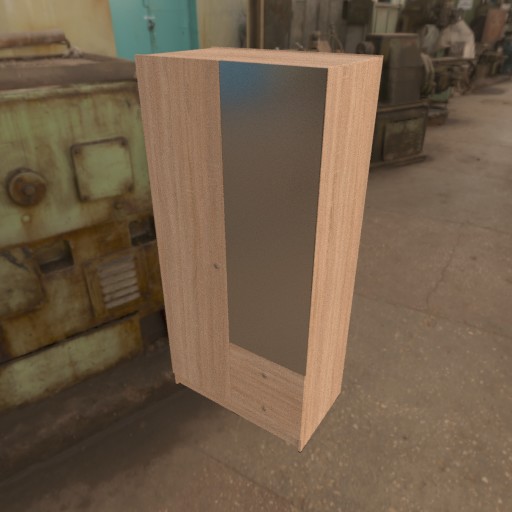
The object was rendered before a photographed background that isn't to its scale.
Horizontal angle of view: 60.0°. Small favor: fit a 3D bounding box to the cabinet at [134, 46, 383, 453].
[{"bbox_3d":[0.000,0.000,2.559,1.001,2.121,0.590,18,34,29],"label":"cabinet"}]
